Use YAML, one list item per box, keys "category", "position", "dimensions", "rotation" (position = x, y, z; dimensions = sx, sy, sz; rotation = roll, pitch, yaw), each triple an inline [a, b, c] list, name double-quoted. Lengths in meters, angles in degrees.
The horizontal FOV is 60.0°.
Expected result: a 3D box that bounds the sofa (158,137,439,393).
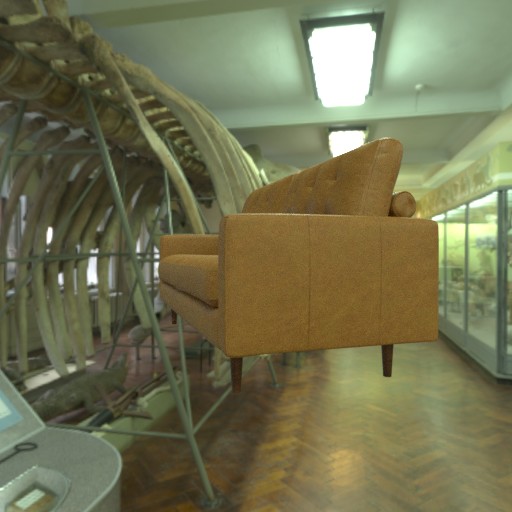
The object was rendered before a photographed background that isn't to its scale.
- category: "sofa"
  position: [0.000, 0.000, 2.288]
  dimensions: [0.850, 0.898, 1.821]
  rotation: [0, 0, -18]
